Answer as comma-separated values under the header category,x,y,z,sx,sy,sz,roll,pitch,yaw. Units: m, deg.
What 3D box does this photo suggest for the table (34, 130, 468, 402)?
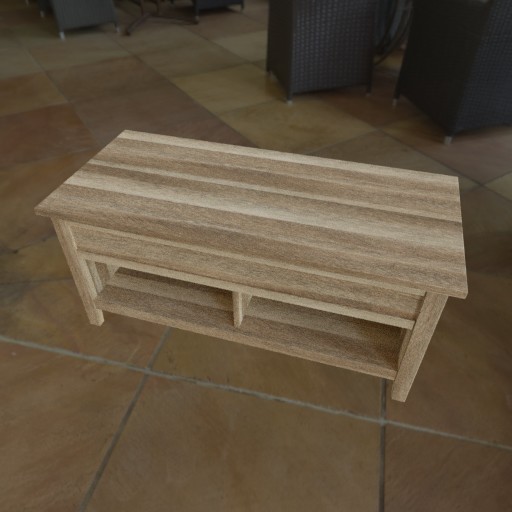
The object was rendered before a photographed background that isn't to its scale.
category,x,y,z,sx,sy,sz,roll,pitch,yaw
table,0.000,0.000,1.404,1.095,0.480,0.493,11,43,12
